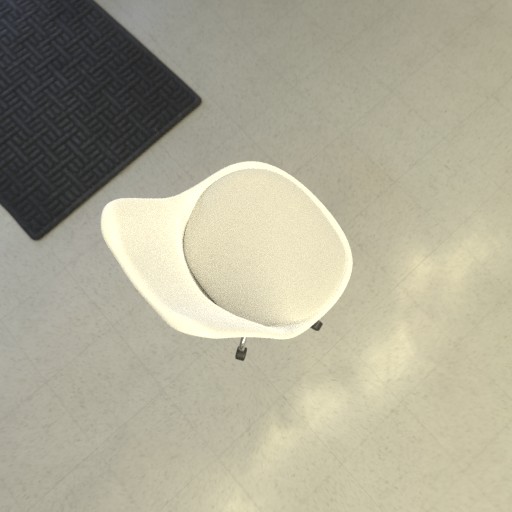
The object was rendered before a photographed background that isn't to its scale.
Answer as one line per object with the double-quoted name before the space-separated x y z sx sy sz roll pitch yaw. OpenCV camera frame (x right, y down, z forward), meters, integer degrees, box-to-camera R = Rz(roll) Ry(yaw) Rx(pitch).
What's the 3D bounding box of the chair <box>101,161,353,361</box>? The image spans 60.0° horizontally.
"chair" 0.000 0.000 1.248 0.550 0.930 0.550 -38 78 -10
